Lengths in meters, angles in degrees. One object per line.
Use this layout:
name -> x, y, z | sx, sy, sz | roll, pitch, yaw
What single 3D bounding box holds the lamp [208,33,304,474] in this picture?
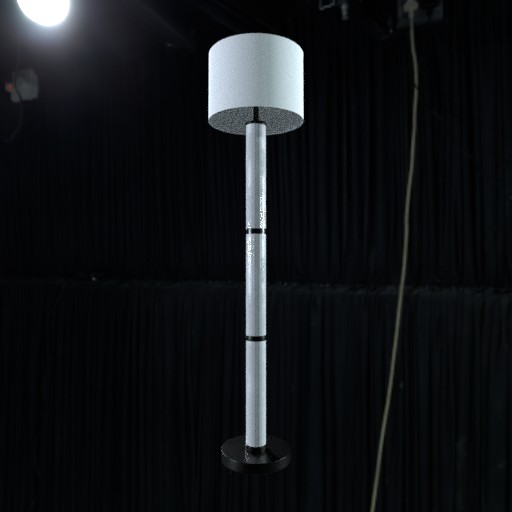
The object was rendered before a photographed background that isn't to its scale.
lamp -> 0.000, 0.000, 1.763 | 0.377, 1.599, 0.377 | 0, 0, 18
